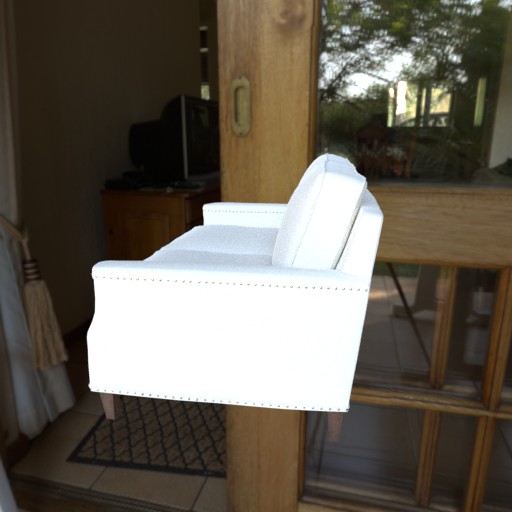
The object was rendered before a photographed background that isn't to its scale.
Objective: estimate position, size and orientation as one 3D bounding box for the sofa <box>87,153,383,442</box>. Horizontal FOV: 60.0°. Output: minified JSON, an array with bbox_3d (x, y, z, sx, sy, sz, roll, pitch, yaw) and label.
[{"bbox_3d":[0.000,0.000,2.291,1.084,1.003,1.597,2,15,9],"label":"sofa"}]
